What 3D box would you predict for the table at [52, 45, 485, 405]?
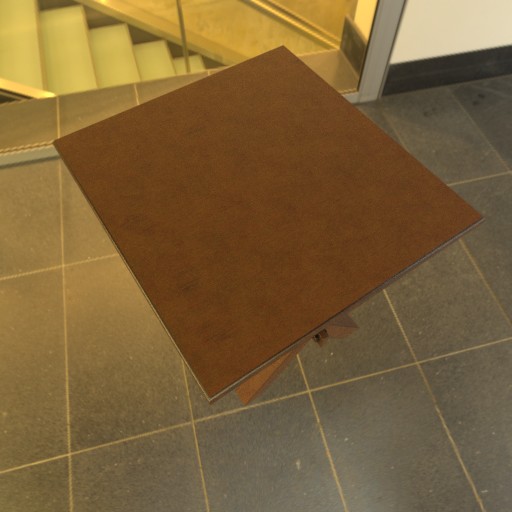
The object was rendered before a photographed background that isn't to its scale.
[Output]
[{"bbox_3d":[0.000,0.000,1.055,0.560,0.562,0.602,-30,63,-17],"label":"table"}]
